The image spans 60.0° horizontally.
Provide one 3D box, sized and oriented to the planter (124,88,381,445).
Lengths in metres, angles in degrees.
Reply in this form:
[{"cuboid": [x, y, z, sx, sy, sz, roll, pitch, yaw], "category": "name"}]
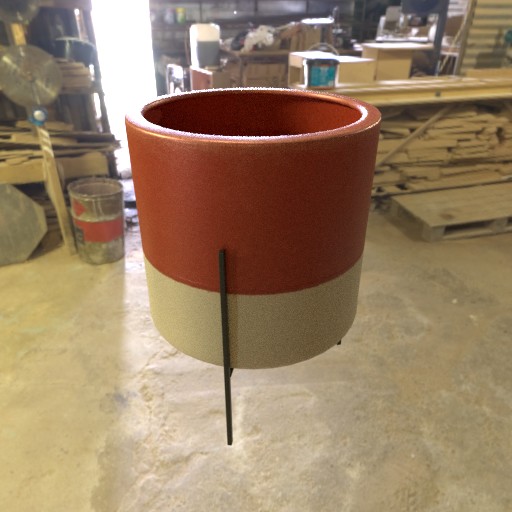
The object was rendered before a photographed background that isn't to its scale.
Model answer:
[{"cuboid": [0.000, 0.000, 0.719, 0.354, 0.465, 0.345, -9, 31, -16], "category": "planter"}]
